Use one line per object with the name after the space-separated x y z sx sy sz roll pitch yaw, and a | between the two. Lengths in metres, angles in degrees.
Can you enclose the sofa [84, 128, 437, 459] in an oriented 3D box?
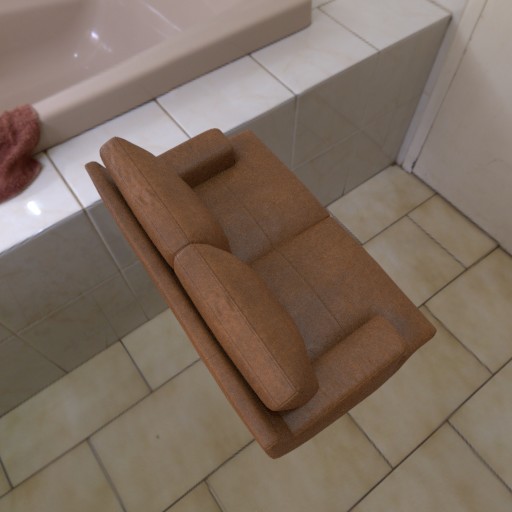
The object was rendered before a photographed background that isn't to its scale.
0.000 0.000 2.526 1.144 0.966 1.880 -31 64 -16 | sofa
